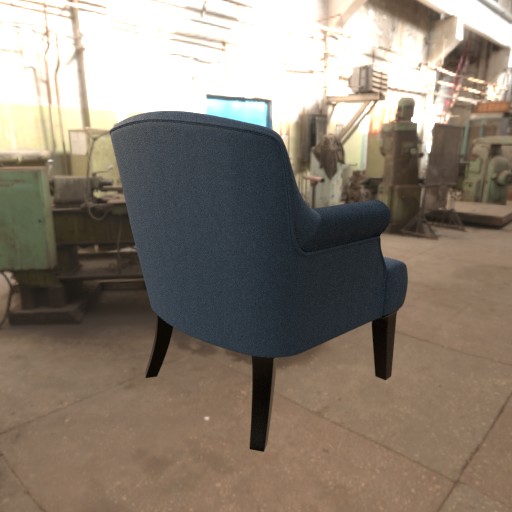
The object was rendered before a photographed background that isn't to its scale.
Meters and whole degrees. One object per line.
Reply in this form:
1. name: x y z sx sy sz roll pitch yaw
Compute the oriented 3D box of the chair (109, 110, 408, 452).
1. chair: 0.000 0.000 1.460 0.754 0.878 0.770 -14 20 -43
